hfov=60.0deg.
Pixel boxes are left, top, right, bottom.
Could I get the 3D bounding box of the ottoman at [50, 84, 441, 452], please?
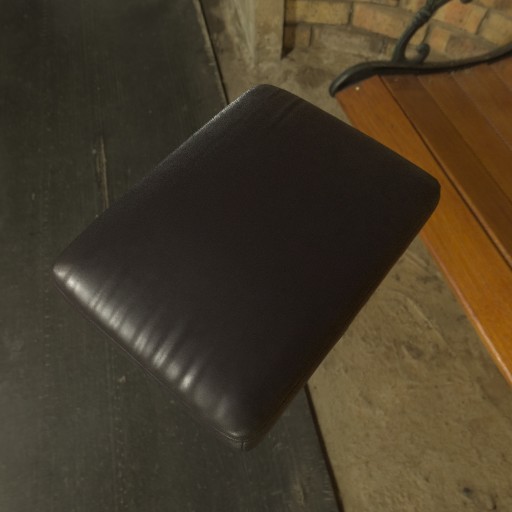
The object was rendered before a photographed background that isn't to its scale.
[{"bbox_3d":[0.000,0.000,1.102,0.570,0.402,0.764,36,68,17],"label":"ottoman"}]
